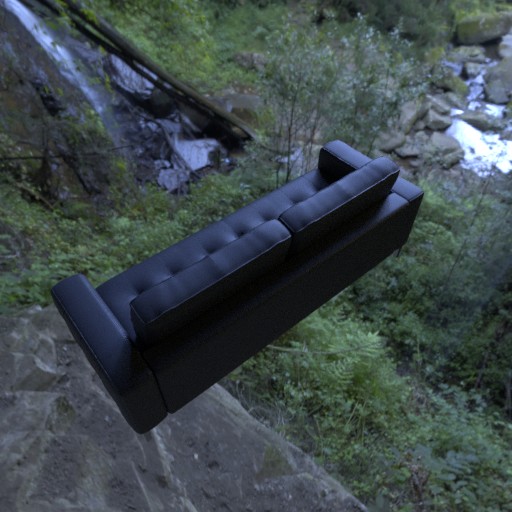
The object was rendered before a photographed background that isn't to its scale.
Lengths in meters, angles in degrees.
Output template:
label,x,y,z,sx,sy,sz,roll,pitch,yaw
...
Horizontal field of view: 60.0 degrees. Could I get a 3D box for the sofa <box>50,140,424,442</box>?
label,x,y,z,sx,sy,sz,roll,pitch,yaw
sofa,0.000,0.000,2.798,2.275,0.893,0.833,-31,55,-25
